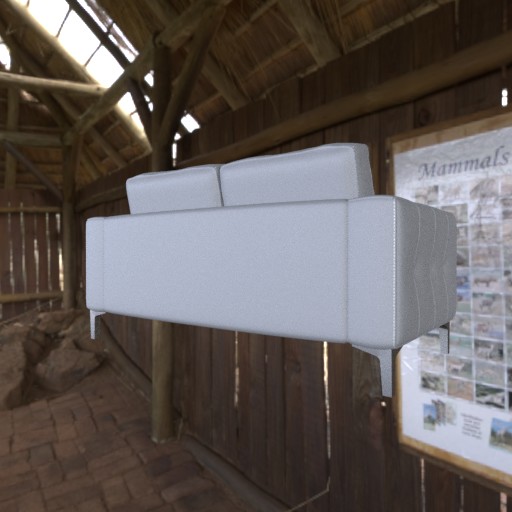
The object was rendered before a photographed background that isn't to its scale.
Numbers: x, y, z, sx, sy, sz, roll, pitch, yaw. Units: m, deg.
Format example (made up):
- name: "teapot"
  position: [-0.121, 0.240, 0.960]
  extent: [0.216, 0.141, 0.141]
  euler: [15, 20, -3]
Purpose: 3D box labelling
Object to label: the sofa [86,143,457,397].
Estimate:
- name: "sofa"
  position: [0.000, 0.000, 2.212]
  extent: [1.726, 0.892, 0.833]
  euler: [0, 1, 36]
